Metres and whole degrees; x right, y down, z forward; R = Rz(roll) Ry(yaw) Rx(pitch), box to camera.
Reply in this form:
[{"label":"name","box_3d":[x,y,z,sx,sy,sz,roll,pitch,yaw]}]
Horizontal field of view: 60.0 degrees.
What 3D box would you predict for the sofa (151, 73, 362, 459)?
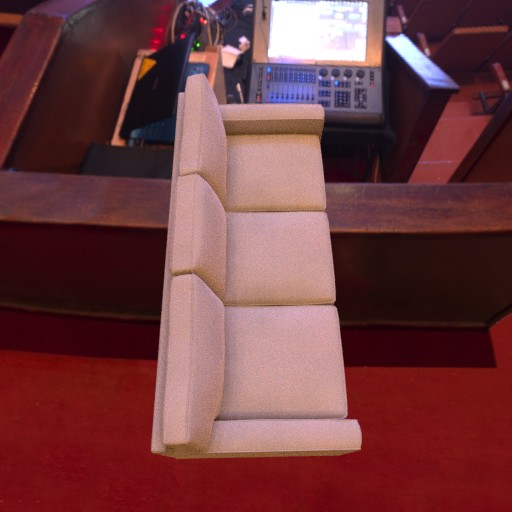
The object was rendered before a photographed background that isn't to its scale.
[{"label":"sofa","box_3d":[0.000,0.000,2.552,0.935,0.862,2.088,-1,64,0]}]
